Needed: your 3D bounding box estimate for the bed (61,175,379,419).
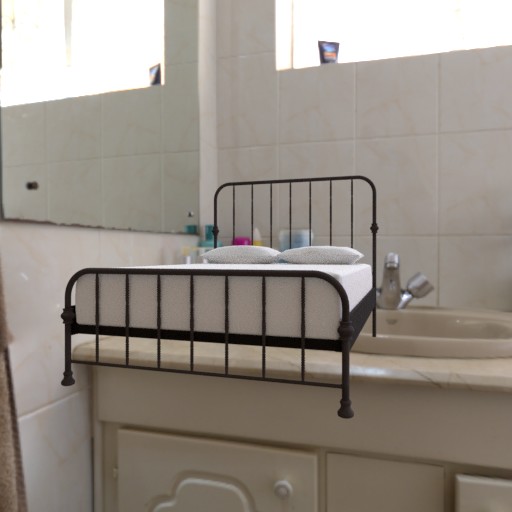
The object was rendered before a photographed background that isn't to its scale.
[{"bbox_3d":[0.000,0.000,3.218,1.616,1.446,2.134,0,0,18],"label":"bed"}]
